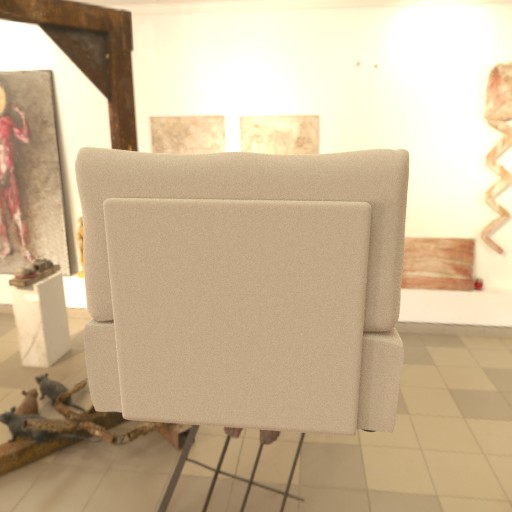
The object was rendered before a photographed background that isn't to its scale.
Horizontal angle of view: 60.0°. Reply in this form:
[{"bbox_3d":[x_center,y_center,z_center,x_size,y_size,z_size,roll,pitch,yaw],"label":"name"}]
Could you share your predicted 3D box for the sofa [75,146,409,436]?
[{"bbox_3d":[0.000,0.000,1.694,0.935,0.828,1.000,2,15,6],"label":"sofa"}]
